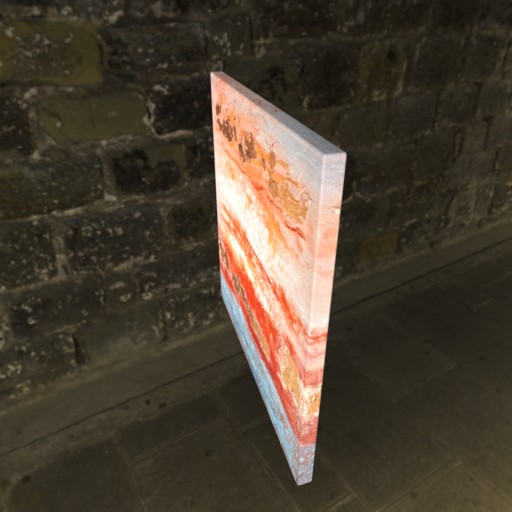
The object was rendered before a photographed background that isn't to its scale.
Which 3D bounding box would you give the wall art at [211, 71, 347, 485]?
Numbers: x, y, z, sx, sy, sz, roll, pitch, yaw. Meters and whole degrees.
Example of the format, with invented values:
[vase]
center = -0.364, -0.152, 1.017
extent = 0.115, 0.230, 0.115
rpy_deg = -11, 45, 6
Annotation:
[wall art]
center = 0.000, 0.000, 1.094
extent = 0.035, 0.747, 0.747
rpy_deg = -9, 32, -14
